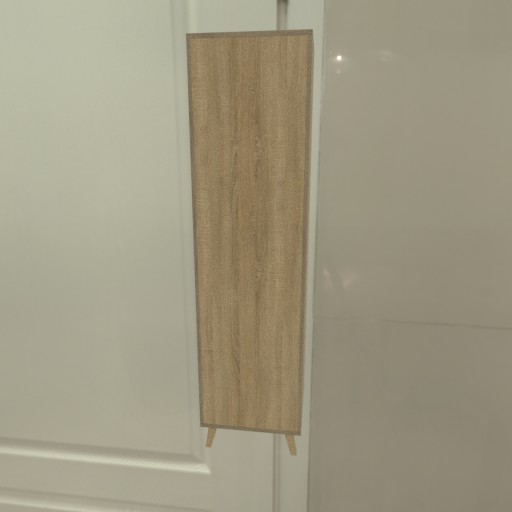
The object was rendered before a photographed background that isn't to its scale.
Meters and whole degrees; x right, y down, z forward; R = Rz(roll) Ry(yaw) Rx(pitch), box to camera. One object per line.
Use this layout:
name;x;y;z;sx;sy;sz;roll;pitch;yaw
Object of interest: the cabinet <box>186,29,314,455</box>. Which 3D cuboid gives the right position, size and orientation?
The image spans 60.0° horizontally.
cabinet;0.000;0.000;2.223;0.510;1.960;0.450;2;15;8
